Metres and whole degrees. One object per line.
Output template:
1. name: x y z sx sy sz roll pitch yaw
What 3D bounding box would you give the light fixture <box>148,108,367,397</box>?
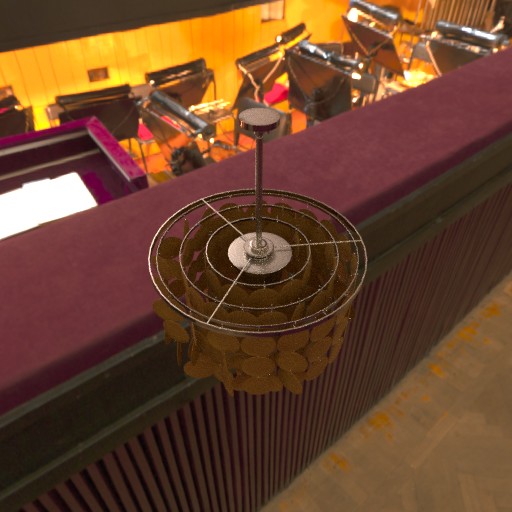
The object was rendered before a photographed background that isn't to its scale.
1. light fixture: 0.000 0.000 0.743 0.368 0.492 0.368 0 42 0
